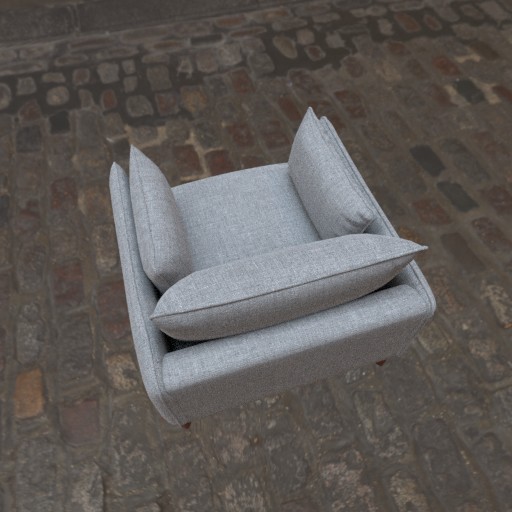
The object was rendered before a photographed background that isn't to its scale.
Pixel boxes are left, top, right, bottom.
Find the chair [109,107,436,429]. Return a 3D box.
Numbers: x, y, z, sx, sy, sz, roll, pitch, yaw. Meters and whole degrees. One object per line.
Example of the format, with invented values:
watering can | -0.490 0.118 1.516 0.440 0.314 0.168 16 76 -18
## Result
chair | 0.000 0.000 1.727 0.993 0.839 0.976 -15 58 -9
